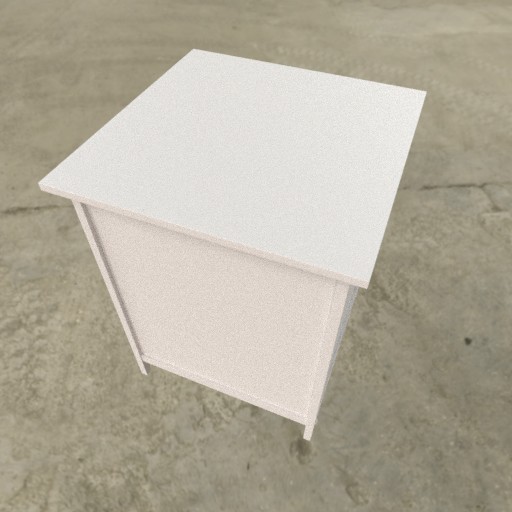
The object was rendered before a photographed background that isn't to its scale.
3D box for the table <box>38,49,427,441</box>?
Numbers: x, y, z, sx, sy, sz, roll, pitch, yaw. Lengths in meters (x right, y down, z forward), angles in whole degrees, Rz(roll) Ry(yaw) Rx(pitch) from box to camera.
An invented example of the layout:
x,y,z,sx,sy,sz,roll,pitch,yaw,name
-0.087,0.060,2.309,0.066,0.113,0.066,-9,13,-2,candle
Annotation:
x,y,z,sx,sy,sz,roll,pitch,yaw,name
0.000,0.000,0.753,0.381,0.483,0.381,17,50,15,table
